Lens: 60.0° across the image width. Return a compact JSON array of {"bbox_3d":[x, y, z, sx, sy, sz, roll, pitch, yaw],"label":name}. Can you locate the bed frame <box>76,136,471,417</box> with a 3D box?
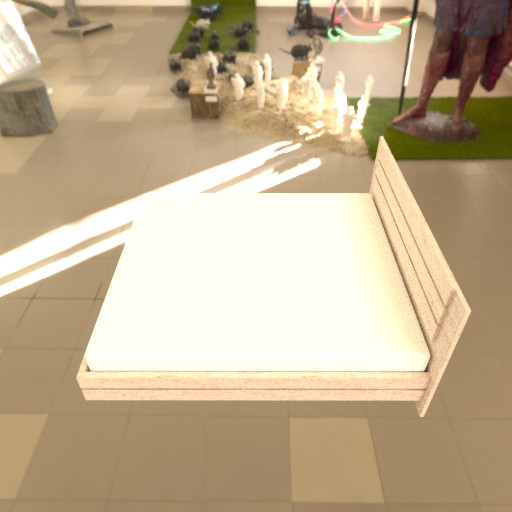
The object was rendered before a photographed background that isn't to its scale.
[{"bbox_3d":[0.000,0.000,3.188,2.080,0.970,1.950,0,40,0],"label":"bed frame"}]
